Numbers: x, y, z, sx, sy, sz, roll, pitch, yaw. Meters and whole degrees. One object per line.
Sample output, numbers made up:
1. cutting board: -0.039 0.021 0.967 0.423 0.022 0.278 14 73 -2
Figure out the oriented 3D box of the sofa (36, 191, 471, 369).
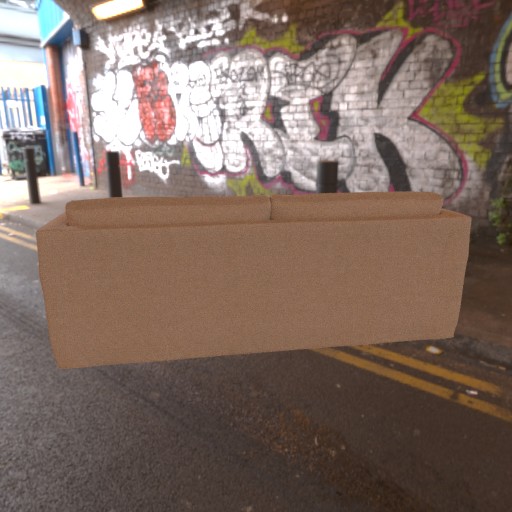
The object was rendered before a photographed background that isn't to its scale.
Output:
1. sofa: 0.000 0.000 2.763 2.296 0.847 0.956 -3 16 -9
